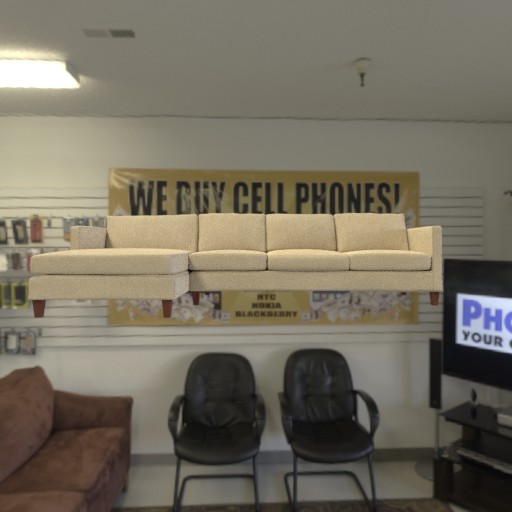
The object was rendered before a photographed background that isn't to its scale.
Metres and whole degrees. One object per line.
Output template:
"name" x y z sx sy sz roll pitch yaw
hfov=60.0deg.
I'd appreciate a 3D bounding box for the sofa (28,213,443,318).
"sofa" 0.000 0.000 3.883 3.186 0.846 1.625 0 1 0
